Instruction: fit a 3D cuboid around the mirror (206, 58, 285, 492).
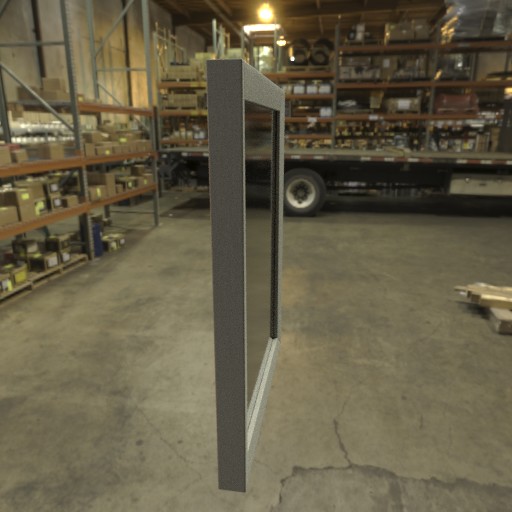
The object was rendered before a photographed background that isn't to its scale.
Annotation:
[{"bbox_3d":[0.000,0.000,0.686,0.041,0.508,0.405,3,16,9],"label":"mirror"}]
